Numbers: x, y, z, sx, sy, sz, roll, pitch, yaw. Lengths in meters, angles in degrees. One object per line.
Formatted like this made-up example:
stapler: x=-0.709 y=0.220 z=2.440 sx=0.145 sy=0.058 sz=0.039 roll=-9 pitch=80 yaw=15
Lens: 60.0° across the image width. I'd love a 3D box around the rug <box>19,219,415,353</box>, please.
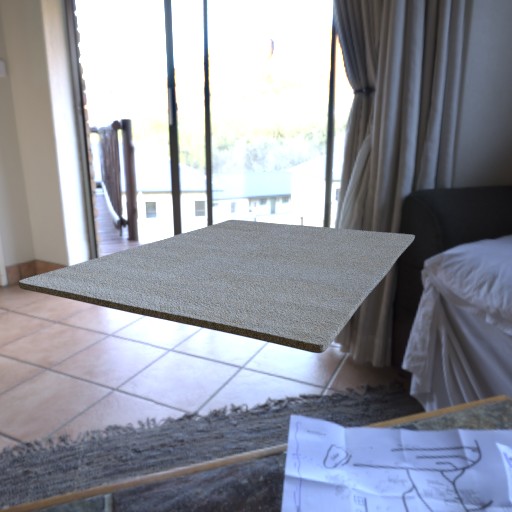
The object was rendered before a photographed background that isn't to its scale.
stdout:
rug: x=0.000 y=0.000 z=2.074 sx=1.199 sy=0.025 sz=1.600 roll=7 pitch=16 yaw=26
